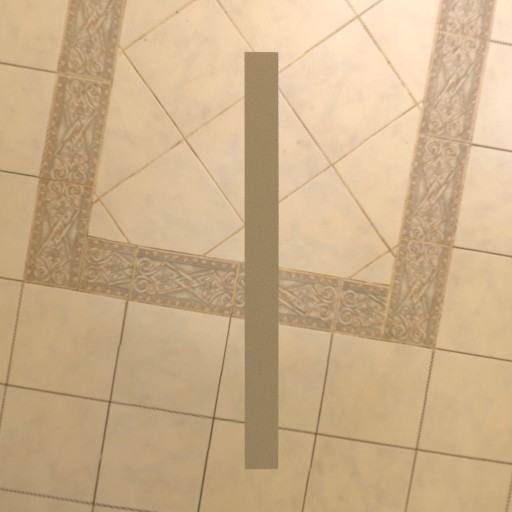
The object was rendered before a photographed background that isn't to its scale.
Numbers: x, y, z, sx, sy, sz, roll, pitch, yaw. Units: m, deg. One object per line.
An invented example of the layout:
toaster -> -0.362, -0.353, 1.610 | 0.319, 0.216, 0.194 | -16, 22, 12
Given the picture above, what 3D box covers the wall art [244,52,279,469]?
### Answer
wall art -> 0.000, 0.000, 0.757 | 0.037, 0.554, 0.453 | 0, 92, -1
